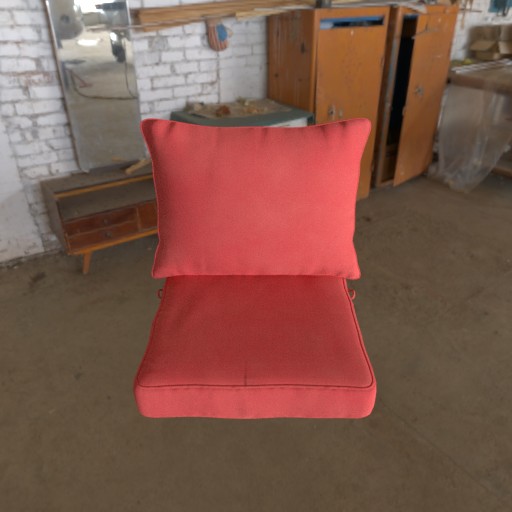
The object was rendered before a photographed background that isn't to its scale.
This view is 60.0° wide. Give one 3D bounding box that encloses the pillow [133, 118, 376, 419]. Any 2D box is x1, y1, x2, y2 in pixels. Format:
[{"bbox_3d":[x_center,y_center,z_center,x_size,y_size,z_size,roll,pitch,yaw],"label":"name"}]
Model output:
[{"bbox_3d":[0.000,0.000,1.409,0.798,0.725,0.733,0,31,0],"label":"pillow"}]
